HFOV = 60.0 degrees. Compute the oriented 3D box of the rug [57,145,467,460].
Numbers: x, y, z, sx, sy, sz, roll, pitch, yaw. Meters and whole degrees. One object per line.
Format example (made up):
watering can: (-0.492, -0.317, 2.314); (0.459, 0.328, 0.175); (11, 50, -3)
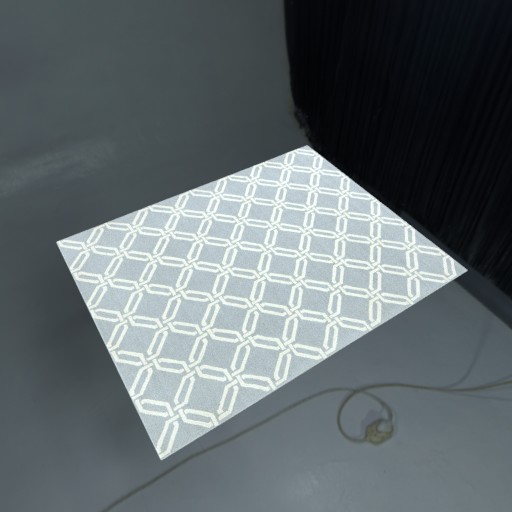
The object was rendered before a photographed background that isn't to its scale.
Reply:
rug: (0.000, 0.000, 3.960); (2.895, 0.018, 2.288); (-25, 52, -22)
